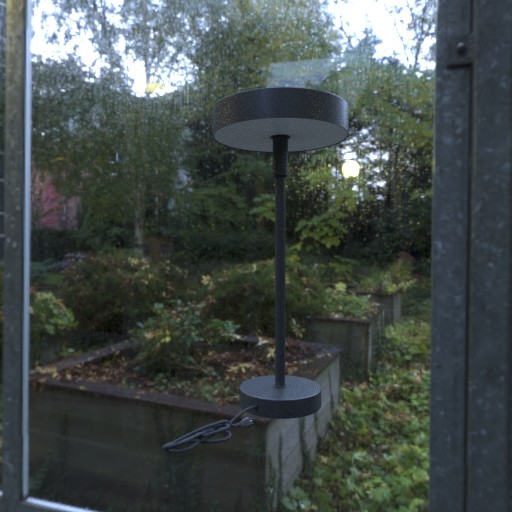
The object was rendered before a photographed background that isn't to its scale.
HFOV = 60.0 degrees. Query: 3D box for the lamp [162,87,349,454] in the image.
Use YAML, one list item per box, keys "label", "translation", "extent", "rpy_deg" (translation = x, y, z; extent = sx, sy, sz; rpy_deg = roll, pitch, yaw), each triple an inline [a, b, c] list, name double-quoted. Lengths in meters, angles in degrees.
- label: "lamp"
  translation: [0.000, 0.000, 0.701]
  extent: [0.229, 0.508, 0.369]
  rpy_deg: [0, 1, 36]
